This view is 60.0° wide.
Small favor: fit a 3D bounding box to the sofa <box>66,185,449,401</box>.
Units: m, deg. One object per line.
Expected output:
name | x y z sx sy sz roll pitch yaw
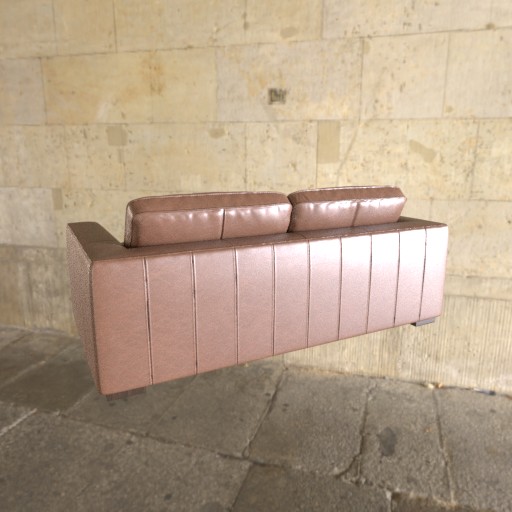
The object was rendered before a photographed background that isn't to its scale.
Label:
sofa | 0.000 0.000 2.523 1.920 0.800 1.070 -7 15 -27
